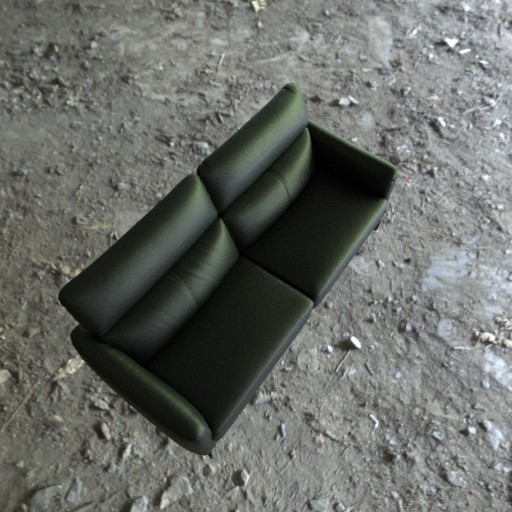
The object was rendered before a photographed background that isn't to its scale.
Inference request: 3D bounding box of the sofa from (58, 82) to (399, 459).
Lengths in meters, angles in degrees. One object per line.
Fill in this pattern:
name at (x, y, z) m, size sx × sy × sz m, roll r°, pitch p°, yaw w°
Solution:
sofa at (0.000, 0.000, 2.574) m, size 0.856 × 0.957 × 2.069 m, roll 31°, pitch 62°, yaw 19°
